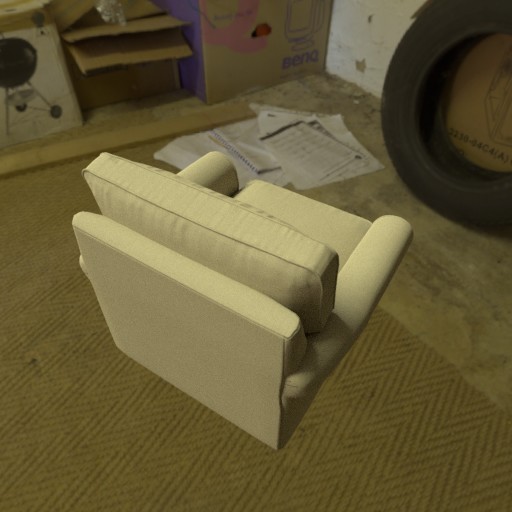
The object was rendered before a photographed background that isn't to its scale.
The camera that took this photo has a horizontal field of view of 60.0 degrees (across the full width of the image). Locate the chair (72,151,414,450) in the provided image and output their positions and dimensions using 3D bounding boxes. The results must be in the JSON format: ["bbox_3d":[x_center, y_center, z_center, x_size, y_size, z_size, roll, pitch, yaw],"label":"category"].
[{"bbox_3d":[0.000,0.000,1.756,1.029,0.967,0.966,24,50,23],"label":"chair"}]
